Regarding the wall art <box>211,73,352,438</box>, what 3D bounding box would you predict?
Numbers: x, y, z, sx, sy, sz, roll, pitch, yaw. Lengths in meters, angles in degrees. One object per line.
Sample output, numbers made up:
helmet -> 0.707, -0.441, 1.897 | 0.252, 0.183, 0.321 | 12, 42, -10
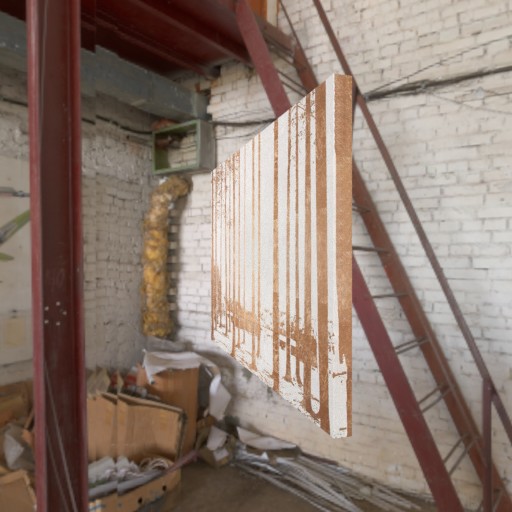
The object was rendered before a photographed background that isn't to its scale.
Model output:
wall art -> 0.000, 0.000, 1.176 | 0.035, 0.609, 0.914 | 0, 0, -19
